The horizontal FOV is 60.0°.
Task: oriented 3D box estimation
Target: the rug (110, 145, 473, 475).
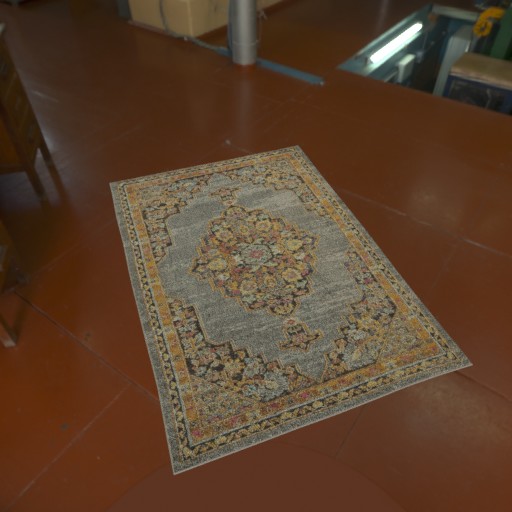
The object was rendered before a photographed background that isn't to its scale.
[{"bbox_3d":[0.000,0.000,3.883,2.158,0.024,3.063,-15,47,-14],"label":"rug"}]
